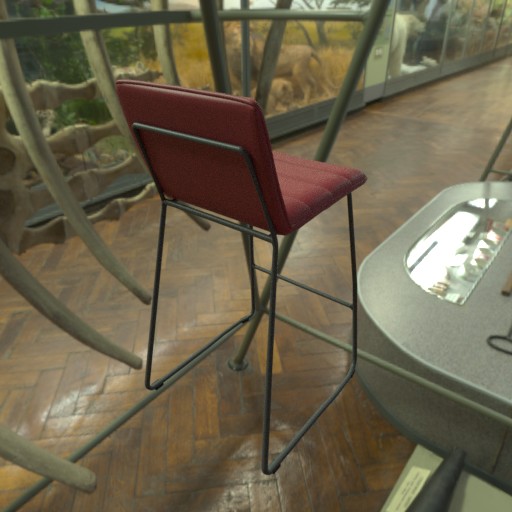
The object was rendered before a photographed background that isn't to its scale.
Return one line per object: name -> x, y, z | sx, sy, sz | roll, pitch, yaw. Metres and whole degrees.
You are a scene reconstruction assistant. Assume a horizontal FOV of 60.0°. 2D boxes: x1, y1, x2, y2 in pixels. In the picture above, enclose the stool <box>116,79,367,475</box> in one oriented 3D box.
stool -> 0.000, 0.000, 1.214 | 0.489, 0.937, 0.524 | 22, 36, 33
